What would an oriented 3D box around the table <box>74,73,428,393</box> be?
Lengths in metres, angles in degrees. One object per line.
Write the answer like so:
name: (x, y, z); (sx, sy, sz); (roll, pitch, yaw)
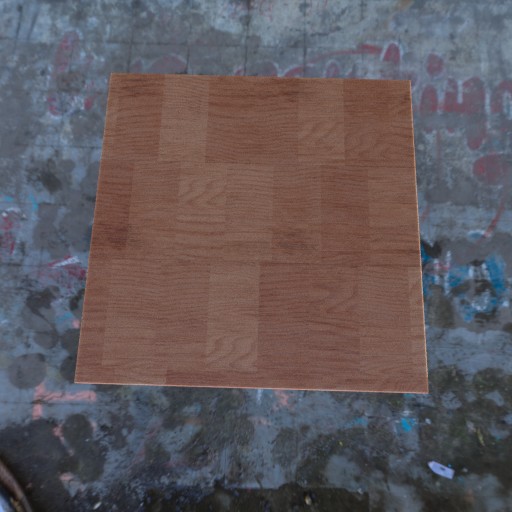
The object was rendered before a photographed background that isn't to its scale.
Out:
table: (0.000, 0.000, 1.378); (0.747, 0.738, 0.747); (2, 77, 0)
